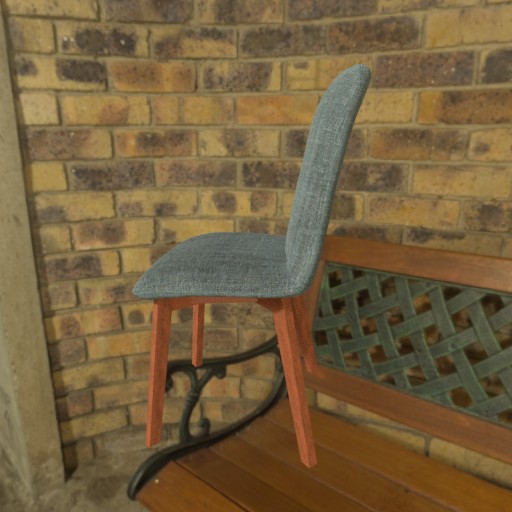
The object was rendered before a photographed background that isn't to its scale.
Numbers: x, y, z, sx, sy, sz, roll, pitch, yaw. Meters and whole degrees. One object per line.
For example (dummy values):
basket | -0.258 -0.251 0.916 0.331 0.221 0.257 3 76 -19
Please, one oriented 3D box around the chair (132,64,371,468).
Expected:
chair | 0.000 0.000 1.280 0.563 0.974 0.522 2 15 8
